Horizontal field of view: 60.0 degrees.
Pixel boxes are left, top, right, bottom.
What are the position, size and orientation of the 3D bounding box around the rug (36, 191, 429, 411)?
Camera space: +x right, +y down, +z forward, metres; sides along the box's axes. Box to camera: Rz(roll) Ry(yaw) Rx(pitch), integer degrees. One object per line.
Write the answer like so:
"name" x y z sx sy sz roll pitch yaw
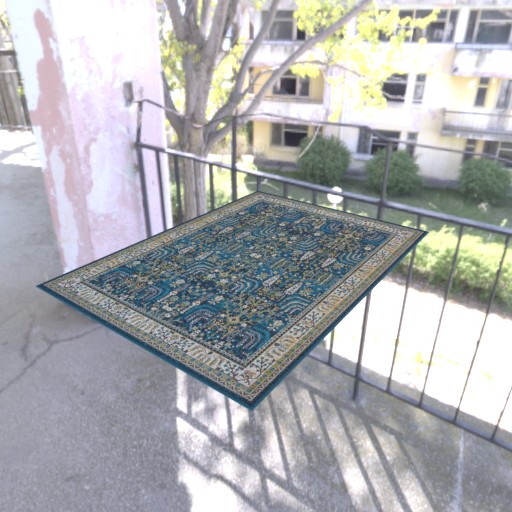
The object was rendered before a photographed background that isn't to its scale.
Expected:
"rug" 0.000 0.000 4.114 2.226 0.015 3.044 19 32 32
